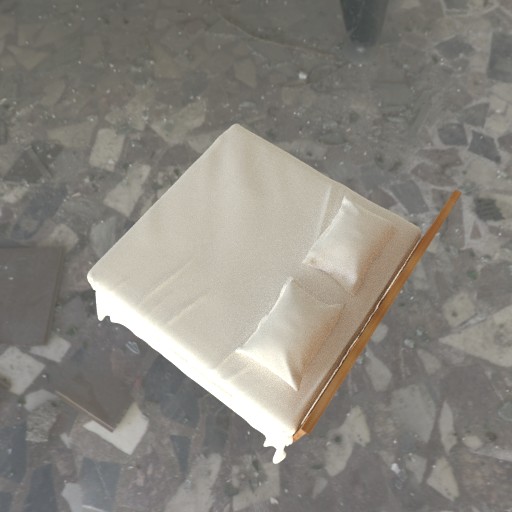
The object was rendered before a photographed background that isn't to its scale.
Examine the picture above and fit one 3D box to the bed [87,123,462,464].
[{"bbox_3d":[0.000,0.000,3.660,2.215,1.270,2.317,33,69,15],"label":"bed"}]
